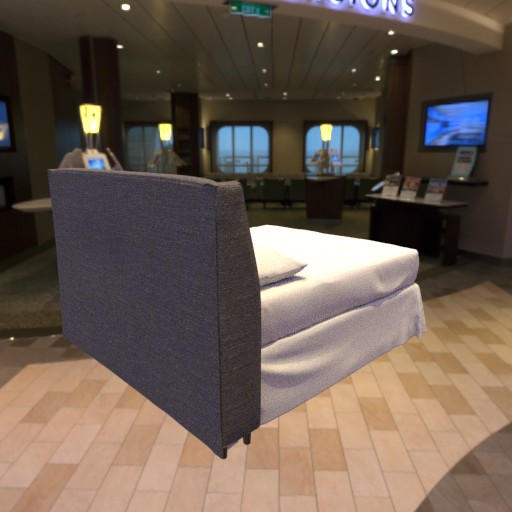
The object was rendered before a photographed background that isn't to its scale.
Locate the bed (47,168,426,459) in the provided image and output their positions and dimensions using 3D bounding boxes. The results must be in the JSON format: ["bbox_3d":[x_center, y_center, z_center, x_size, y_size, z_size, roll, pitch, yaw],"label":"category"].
[{"bbox_3d":[0.000,0.000,3.342,2.276,1.332,1.925,-13,18,-42],"label":"bed"}]
